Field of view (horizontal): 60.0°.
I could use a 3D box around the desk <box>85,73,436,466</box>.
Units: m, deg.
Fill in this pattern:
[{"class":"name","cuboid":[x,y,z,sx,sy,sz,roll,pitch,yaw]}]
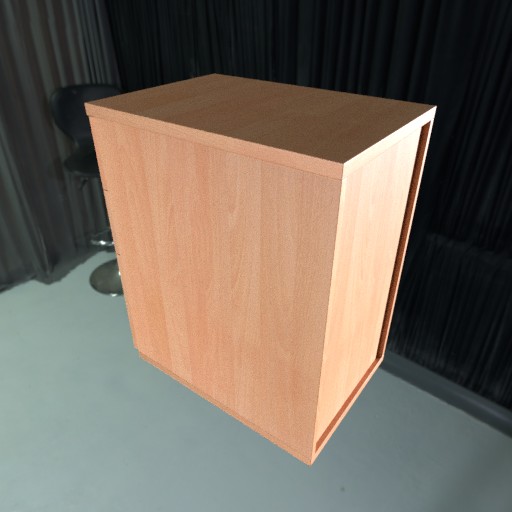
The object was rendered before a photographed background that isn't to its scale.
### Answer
[{"class":"desk","cuboid":[0.000,0.000,1.095,0.600,0.730,0.404,22,38,30]}]
